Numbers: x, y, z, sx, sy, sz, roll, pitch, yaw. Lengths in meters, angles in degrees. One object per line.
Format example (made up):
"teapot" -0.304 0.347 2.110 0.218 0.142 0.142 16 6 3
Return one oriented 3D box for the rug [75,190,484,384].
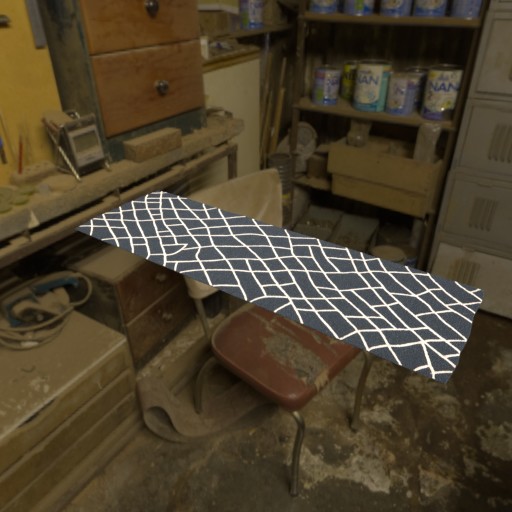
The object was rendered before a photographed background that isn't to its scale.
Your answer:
"rug" 0.000 0.000 2.706 2.476 0.010 0.807 20 37 29
